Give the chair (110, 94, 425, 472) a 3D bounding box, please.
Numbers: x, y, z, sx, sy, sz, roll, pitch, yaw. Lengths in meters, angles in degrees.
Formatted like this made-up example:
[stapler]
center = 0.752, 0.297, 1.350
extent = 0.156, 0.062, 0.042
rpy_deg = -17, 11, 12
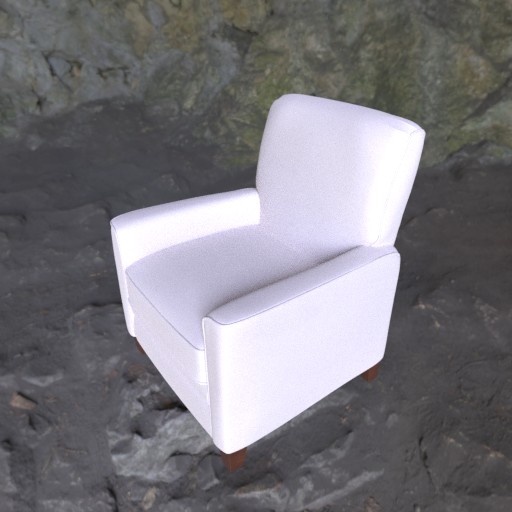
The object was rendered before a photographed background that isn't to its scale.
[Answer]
[chair]
center = 0.000, 0.000, 1.646
extent = 0.858, 1.028, 0.841
rpy_deg = -20, 35, -31
